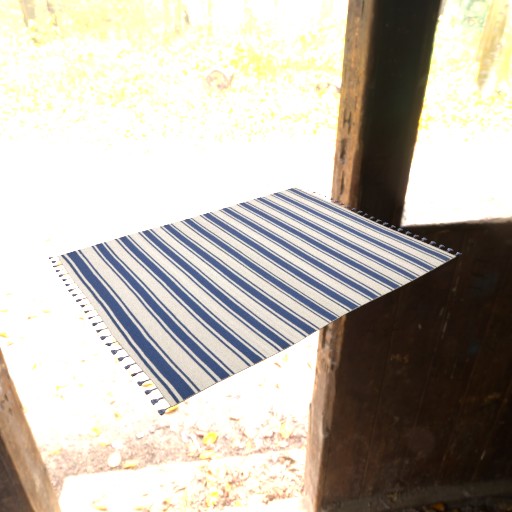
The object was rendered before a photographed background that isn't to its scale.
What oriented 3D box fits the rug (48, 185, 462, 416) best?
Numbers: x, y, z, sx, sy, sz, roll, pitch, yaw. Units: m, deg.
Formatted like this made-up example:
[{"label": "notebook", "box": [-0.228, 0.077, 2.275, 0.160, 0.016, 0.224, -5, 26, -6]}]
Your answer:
[{"label": "rug", "box": [0.000, 0.000, 4.469, 3.416, 0.016, 2.471, -21, 36, -32]}]
